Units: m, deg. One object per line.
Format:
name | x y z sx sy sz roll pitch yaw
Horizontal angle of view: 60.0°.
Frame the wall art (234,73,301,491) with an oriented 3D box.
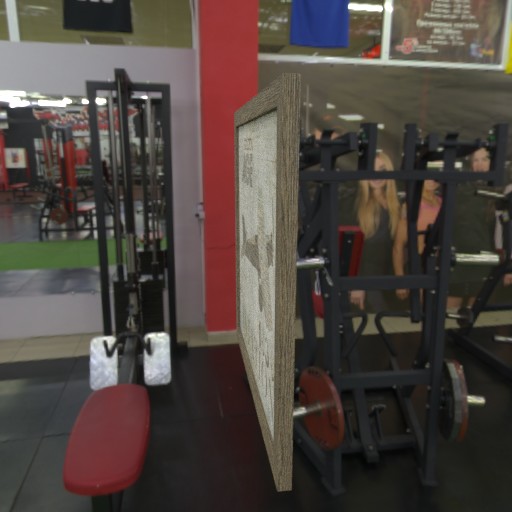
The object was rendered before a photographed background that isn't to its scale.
wall art | 0.000 0.000 0.761 0.019 0.508 0.508 -2 14 -8
